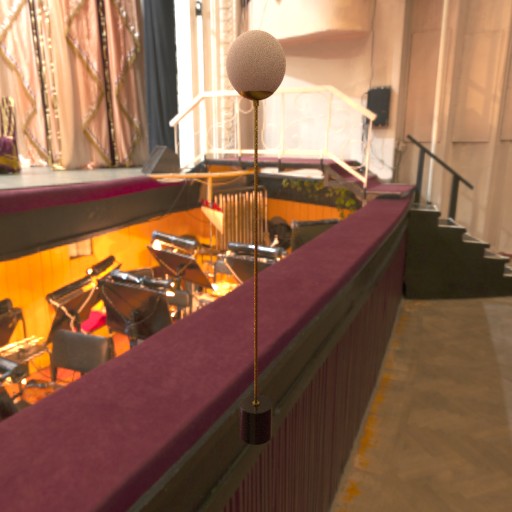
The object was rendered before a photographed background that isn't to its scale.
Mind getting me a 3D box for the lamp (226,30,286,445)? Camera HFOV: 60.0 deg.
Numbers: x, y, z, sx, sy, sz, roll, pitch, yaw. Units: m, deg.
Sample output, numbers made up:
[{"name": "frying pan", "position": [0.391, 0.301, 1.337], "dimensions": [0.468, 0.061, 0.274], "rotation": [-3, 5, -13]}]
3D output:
[{"name": "lamp", "position": [0.000, 0.000, 1.883], "dimensions": [0.229, 1.748, 0.229], "rotation": [8, 17, 28]}]
